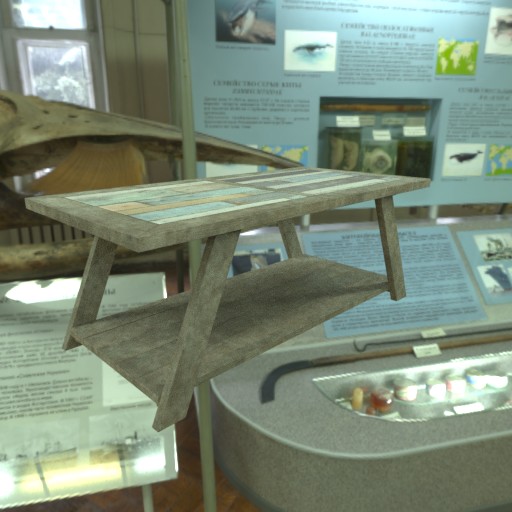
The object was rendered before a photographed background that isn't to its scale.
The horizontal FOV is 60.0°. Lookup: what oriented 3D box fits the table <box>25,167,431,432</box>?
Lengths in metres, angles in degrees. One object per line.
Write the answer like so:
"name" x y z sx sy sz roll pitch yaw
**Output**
"table" 0.000 0.000 1.511 1.219 0.470 0.610 -16 23 -42
